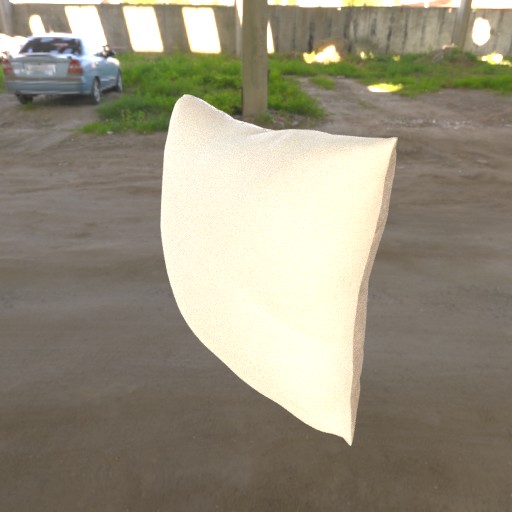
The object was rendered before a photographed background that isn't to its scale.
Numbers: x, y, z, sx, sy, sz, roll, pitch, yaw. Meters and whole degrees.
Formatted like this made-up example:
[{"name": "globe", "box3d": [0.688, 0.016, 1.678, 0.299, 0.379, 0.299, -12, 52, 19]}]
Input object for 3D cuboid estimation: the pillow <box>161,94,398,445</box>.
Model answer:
[{"name": "pillow", "box3d": [0.000, 0.000, 0.708, 0.245, 0.448, 0.450, -18, 32, -32]}]
